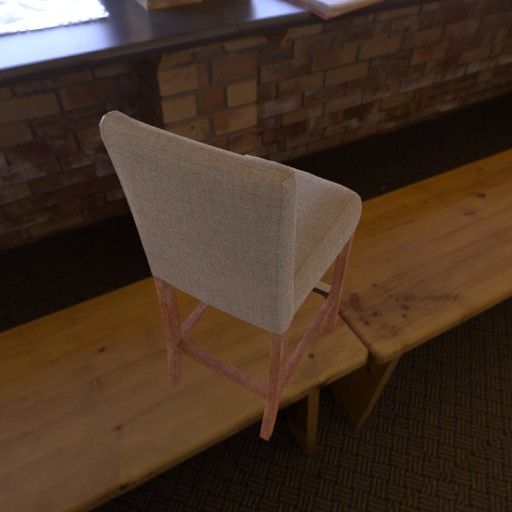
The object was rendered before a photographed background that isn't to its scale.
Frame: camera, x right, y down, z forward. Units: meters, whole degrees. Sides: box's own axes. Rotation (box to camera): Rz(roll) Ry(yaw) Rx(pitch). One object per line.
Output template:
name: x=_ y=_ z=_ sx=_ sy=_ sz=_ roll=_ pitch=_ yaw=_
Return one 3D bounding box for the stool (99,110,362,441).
stool: x=0.000 y=0.000 z=1.328 sx=0.454 sy=1.039 sz=0.567 roll=23 pitch=50 yaw=21
